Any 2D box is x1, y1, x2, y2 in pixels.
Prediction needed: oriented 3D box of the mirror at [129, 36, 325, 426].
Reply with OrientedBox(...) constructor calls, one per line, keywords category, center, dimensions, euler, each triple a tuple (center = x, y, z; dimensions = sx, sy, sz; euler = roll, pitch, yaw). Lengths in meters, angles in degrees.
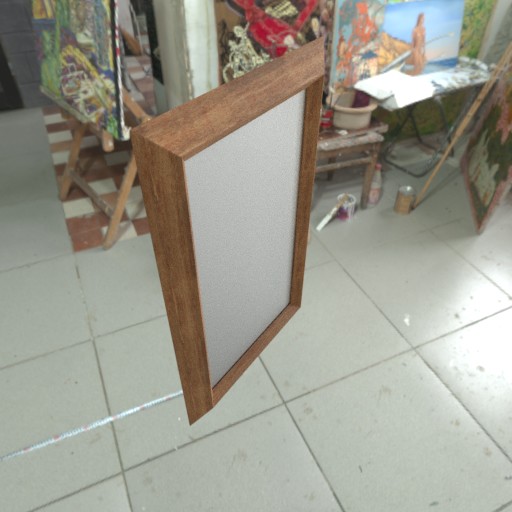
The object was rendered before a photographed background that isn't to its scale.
OrientedBox(category="mirror", center=(0.000, 0.000, 1.259), dimensions=(0.047, 1.010, 0.651), euler=(26, 48, 26))
